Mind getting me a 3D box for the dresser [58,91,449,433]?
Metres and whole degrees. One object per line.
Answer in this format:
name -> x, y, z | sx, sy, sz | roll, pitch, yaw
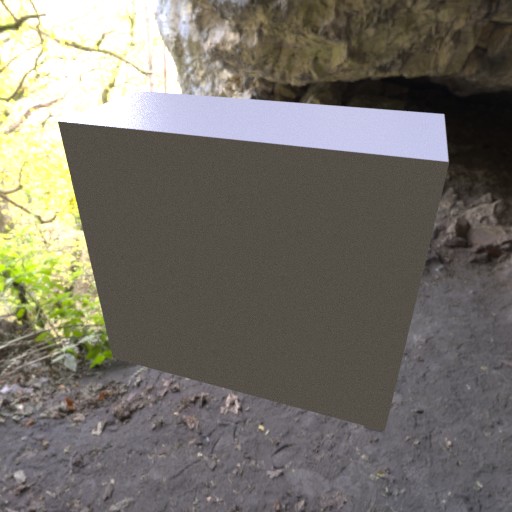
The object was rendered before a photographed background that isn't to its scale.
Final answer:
dresser -> 0.000, 0.000, 1.624 | 1.100, 1.000, 0.460 | 10, 33, 16
